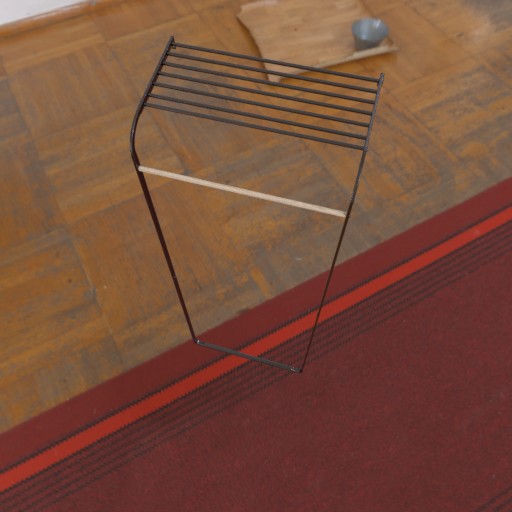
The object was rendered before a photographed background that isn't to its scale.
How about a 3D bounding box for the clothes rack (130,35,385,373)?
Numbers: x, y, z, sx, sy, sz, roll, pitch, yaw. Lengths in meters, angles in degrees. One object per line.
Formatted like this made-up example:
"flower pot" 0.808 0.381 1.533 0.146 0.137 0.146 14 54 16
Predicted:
"clothes rack" 0.000 0.000 1.795 0.609 1.574 0.349 14 60 8
